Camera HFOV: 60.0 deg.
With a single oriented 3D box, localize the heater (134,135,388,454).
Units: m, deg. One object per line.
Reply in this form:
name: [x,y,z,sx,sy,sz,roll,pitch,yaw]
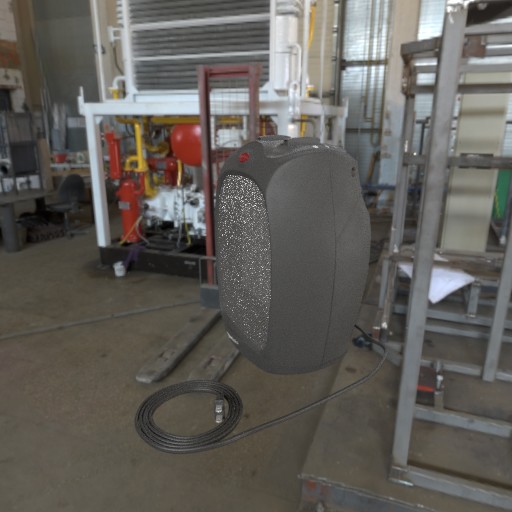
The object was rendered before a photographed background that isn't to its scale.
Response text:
heater: [0.000,0.000,0.464,0.291,0.240,0.239,-8,19,-24]
